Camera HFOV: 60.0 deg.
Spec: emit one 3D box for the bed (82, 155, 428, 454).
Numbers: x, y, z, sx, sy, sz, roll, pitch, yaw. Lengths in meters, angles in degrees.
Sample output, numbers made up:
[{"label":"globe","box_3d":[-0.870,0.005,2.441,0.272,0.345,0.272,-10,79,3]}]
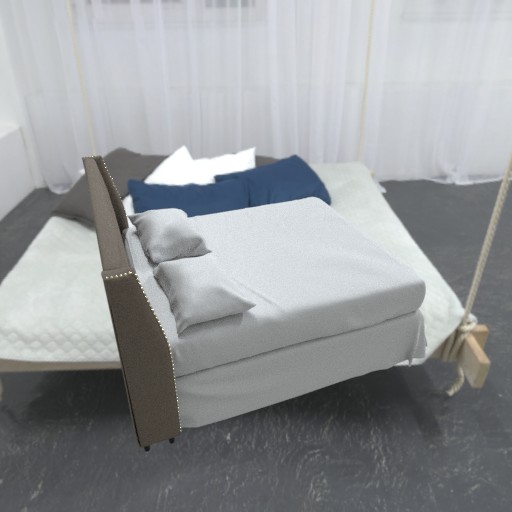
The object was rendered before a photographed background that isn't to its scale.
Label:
[{"label":"bed","box_3d":[0.000,0.000,3.469,2.276,1.332,1.925,-11,33,-18]}]
